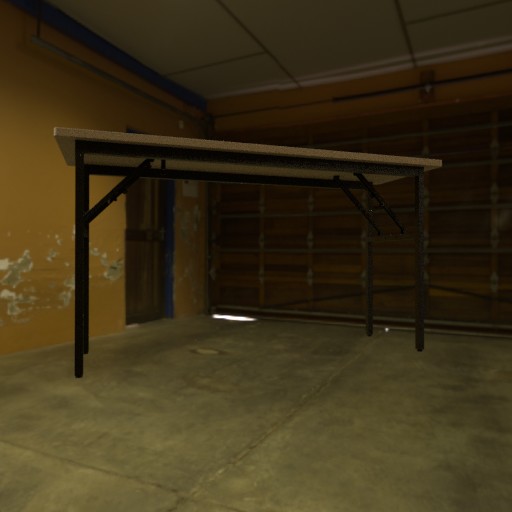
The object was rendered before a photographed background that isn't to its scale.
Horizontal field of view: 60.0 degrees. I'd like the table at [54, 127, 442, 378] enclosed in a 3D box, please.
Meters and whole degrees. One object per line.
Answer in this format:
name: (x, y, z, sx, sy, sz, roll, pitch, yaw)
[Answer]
table: (0.000, 0.000, 1.727, 1.397, 0.750, 0.447, 0, -1, -18)
